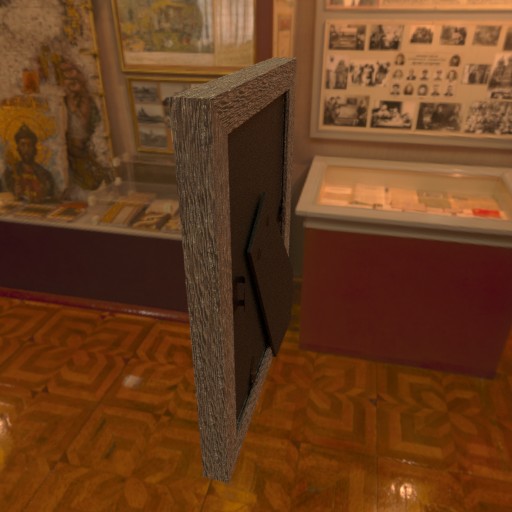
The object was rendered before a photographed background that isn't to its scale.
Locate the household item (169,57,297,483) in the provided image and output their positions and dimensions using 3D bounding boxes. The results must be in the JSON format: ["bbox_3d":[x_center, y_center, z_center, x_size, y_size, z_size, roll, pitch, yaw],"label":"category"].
[{"bbox_3d":[0.000,0.000,0.272,0.020,0.210,0.160,7,30,13],"label":"household item"}]
